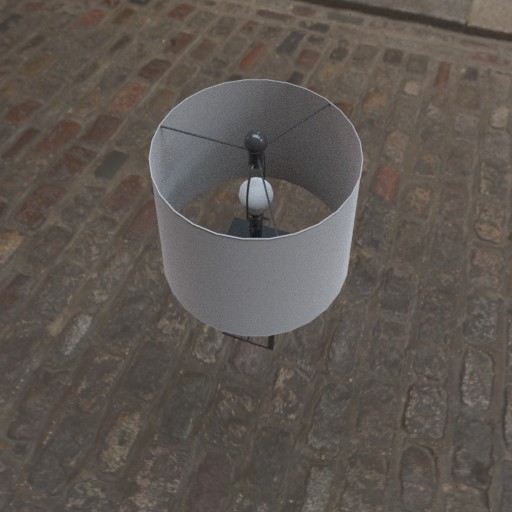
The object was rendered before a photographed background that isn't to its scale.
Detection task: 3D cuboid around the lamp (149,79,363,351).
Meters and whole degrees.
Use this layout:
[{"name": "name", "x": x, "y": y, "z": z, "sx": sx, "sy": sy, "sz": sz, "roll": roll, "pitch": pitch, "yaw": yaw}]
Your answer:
[{"name": "lamp", "x": 0.000, "y": 0.000, "z": 0.788, "sx": 0.320, "sy": 0.591, "sz": 0.320, "roll": 0, "pitch": 60, "yaw": 0}]
